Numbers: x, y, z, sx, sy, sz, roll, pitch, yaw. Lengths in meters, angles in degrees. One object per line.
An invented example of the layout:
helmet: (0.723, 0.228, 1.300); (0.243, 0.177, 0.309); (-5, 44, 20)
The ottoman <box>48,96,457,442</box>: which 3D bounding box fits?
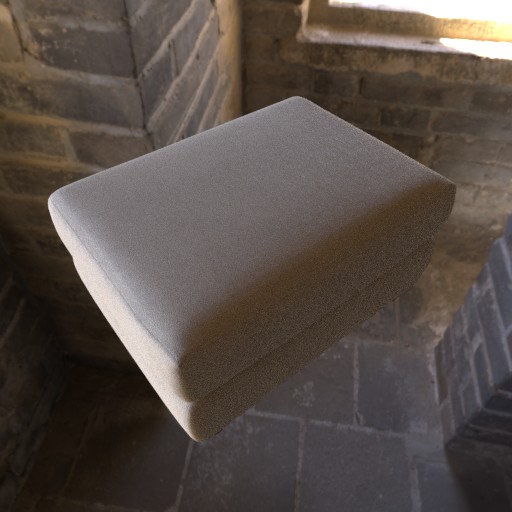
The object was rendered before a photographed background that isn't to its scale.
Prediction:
ottoman: (0.000, 0.000, 1.127); (0.773, 0.504, 0.569); (-30, 53, -25)
